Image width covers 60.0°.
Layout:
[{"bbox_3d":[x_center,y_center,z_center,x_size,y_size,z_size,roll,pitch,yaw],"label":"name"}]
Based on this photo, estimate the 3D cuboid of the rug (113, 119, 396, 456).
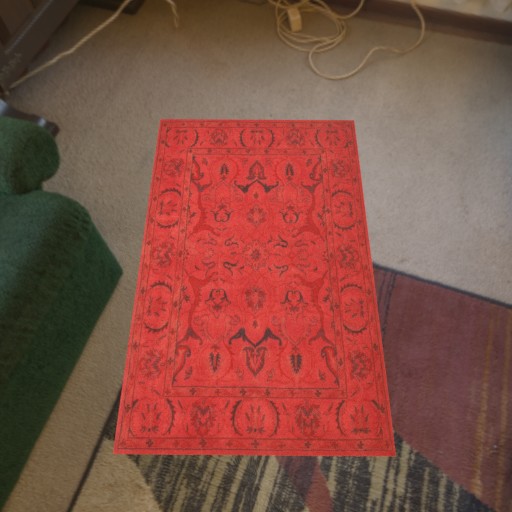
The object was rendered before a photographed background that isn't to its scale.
[{"bbox_3d":[0.000,0.000,2.951,1.534,0.010,2.423,0,63,0],"label":"rug"}]
